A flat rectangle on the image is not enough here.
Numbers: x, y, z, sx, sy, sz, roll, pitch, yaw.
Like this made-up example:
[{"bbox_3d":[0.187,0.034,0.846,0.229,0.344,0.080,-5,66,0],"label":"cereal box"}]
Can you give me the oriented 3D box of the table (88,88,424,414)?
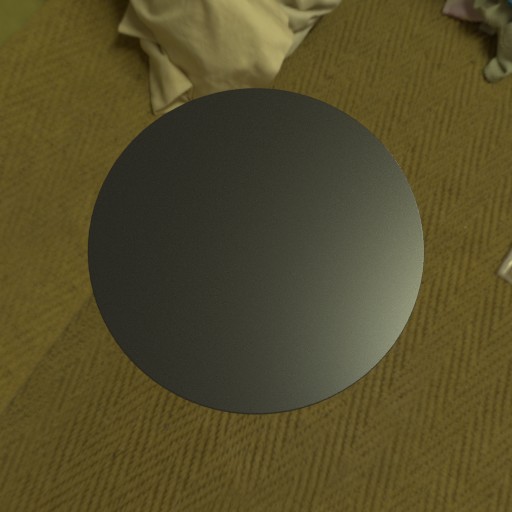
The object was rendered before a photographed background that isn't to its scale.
[{"bbox_3d":[0.000,0.000,1.428,0.914,0.457,0.914,0,77,0],"label":"table"}]
